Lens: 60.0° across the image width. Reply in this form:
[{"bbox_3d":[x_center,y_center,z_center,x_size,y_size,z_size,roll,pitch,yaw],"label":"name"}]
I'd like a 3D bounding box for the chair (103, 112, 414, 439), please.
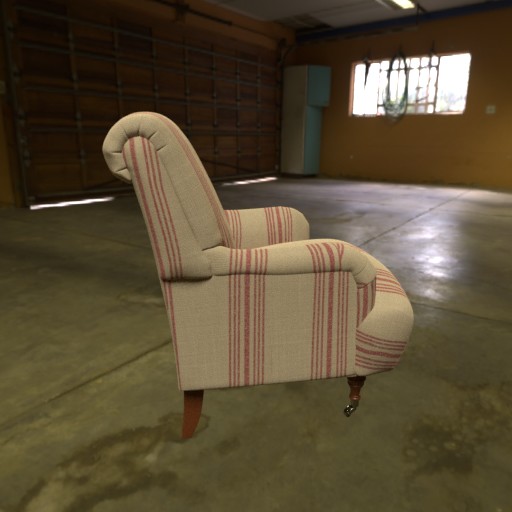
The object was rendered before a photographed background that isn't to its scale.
[{"bbox_3d":[0.000,0.000,1.846,1.058,1.123,0.933,-3,15,-9],"label":"chair"}]
